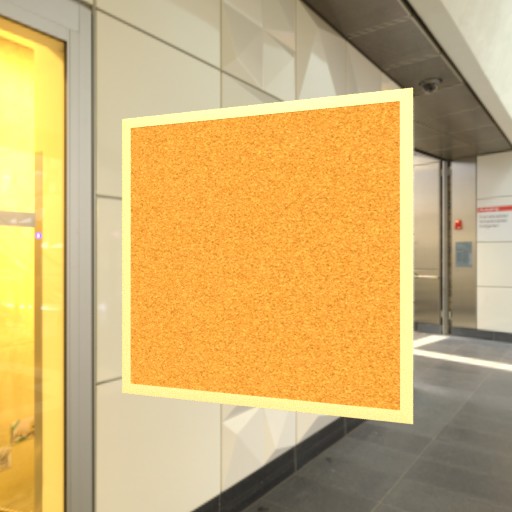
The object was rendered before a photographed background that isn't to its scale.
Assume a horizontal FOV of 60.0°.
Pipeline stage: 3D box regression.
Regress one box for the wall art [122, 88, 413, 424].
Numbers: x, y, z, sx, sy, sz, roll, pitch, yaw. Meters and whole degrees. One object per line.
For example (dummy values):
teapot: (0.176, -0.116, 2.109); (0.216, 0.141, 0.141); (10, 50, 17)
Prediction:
wall art: (0.000, 0.000, 0.760); (0.506, 0.505, 0.038); (0, 0, 18)
